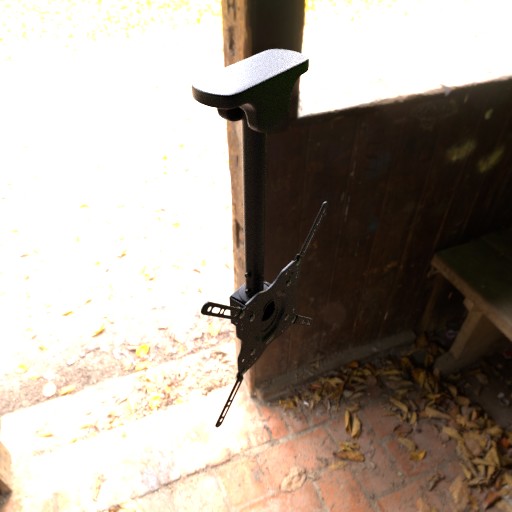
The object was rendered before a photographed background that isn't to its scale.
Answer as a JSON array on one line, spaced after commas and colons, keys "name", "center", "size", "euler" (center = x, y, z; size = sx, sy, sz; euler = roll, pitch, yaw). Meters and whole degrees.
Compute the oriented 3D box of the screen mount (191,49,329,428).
[{"name": "screen mount", "center": [0.000, 0.000, 0.889], "size": [0.090, 0.729, 0.393], "euler": [28, 49, 28]}]
